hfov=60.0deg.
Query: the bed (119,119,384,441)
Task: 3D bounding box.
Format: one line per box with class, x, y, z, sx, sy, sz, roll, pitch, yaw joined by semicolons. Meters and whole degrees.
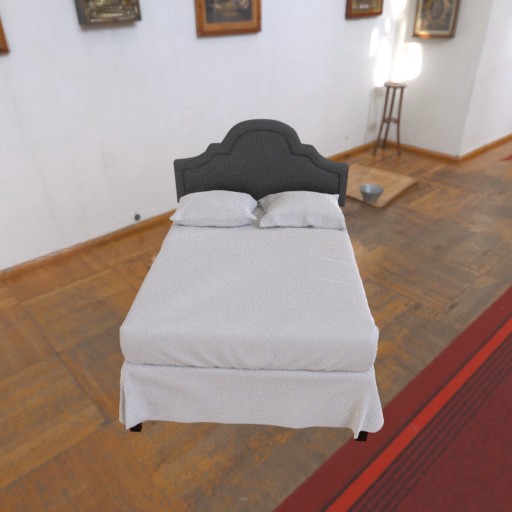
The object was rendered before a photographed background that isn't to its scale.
bed;0.000;0.000;3.404;1.780;1.634;2.222;1;30;2
